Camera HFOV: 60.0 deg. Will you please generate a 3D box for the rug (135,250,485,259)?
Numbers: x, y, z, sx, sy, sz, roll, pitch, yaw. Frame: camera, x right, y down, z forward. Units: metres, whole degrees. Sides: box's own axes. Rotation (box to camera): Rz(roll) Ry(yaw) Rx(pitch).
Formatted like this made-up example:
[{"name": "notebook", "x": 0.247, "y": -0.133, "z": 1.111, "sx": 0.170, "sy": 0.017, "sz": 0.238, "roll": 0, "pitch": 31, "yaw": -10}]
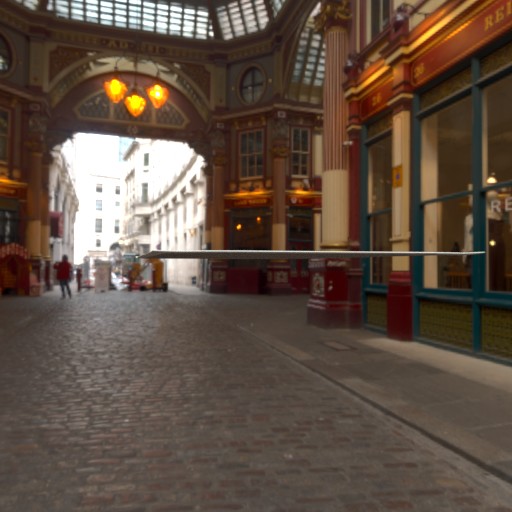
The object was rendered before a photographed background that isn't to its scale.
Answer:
[{"name": "rug", "x": 0.000, "y": 0.000, "z": 3.005, "sx": 1.518, "sy": 0.023, "sz": 2.434, "roll": 0, "pitch": -1, "yaw": -17}]
